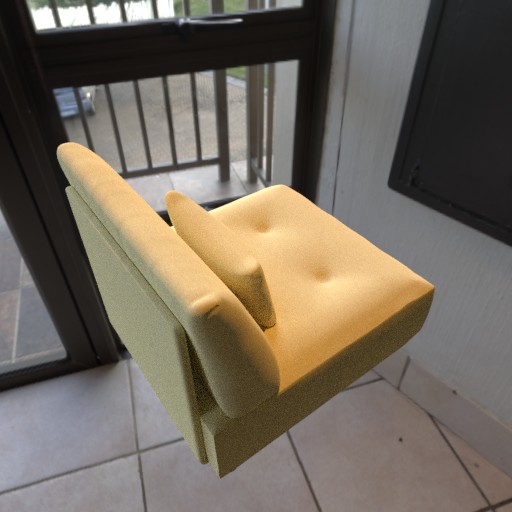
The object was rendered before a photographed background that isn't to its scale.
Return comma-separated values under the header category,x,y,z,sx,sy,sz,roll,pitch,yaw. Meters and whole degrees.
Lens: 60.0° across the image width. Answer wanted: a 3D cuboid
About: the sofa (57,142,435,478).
category,x,y,z,sx,sy,sz,roll,pitch,yaw
sofa,0.000,0.000,1.632,1.000,0.820,0.930,-26,47,-26
